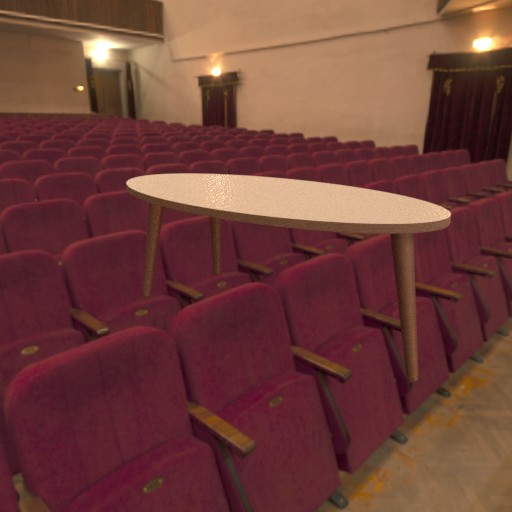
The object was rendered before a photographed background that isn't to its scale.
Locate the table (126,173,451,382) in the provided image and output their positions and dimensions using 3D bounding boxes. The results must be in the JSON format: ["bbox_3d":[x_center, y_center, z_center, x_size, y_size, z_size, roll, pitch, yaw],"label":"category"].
[{"bbox_3d":[0.000,0.000,1.319,1.083,0.390,0.542,16,23,42],"label":"table"}]
